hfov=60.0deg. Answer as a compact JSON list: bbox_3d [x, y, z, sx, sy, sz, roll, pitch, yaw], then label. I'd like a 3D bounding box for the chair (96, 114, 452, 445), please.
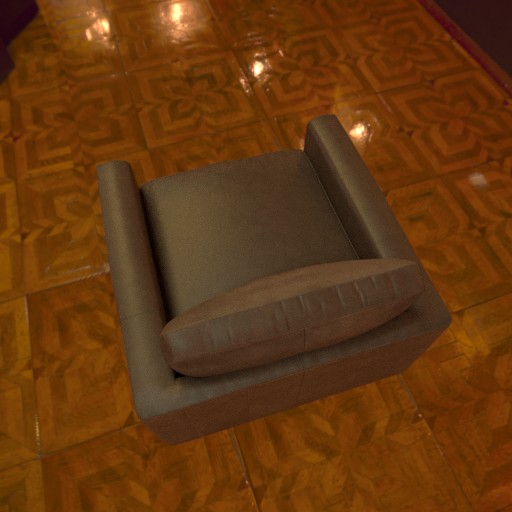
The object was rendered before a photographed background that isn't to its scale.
[{"bbox_3d":[0.000,0.000,1.770,1.100,0.812,1.069,-15,60,-9],"label":"chair"}]
